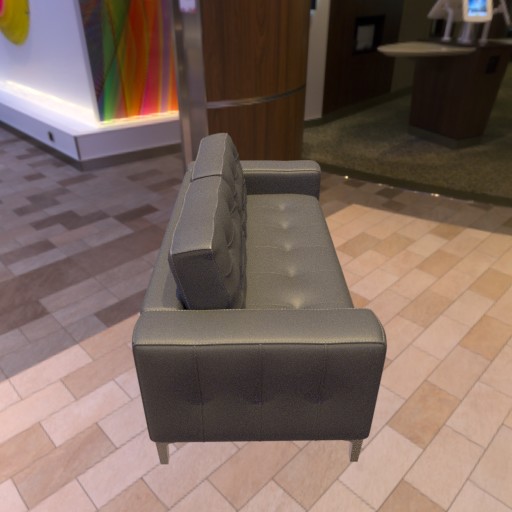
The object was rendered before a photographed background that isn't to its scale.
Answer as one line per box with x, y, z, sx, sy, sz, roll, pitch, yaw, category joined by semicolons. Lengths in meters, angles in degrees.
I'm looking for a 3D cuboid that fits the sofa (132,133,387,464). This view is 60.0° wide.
0.000;0.000;2.200;0.833;0.893;1.726;0;32;-1;sofa
